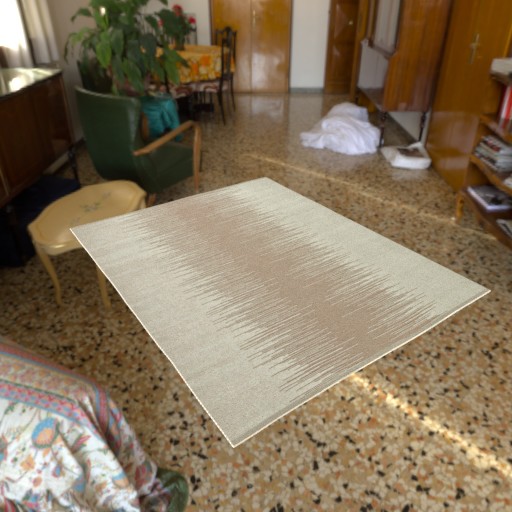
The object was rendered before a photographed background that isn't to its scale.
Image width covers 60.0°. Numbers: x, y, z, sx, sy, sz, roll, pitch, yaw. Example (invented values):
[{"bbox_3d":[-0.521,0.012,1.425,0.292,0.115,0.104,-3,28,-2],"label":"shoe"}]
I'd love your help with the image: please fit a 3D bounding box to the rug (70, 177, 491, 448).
[{"bbox_3d":[0.000,0.000,3.990,2.438,0.013,3.048,-20,37,-30],"label":"rug"}]
